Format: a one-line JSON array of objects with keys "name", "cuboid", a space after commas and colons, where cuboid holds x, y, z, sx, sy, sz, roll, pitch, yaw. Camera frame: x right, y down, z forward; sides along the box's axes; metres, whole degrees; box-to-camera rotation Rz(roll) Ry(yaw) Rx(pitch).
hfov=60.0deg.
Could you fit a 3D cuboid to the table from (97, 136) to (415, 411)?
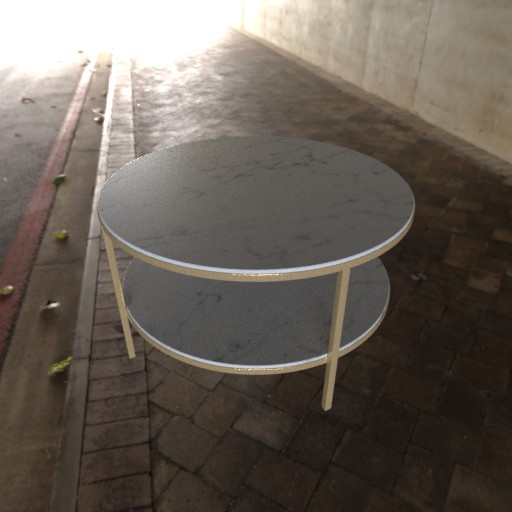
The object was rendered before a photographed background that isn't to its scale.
[{"name": "table", "cuboid": [0.000, 0.000, 1.281, 0.800, 0.450, 0.800, 0, 33, 0]}]
